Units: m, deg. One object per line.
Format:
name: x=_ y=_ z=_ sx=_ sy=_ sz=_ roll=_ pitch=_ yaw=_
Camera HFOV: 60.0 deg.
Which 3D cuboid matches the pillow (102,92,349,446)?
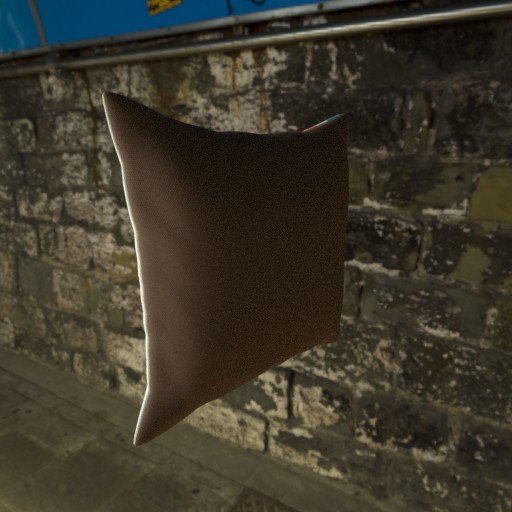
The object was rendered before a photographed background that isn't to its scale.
pillow: x=0.000 y=0.000 z=0.682 sx=0.453 sy=0.443 sz=0.168 roll=-13 pitch=19 yaw=-42
